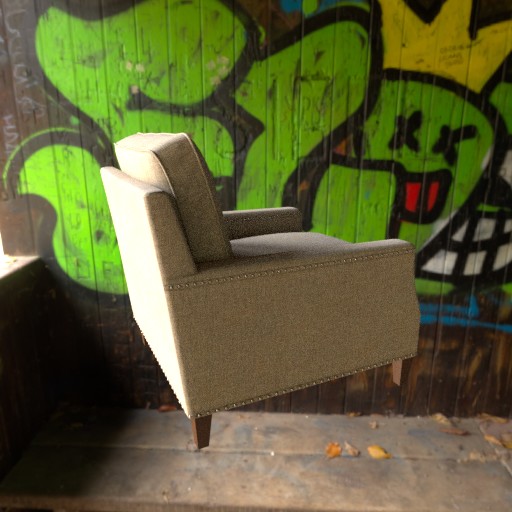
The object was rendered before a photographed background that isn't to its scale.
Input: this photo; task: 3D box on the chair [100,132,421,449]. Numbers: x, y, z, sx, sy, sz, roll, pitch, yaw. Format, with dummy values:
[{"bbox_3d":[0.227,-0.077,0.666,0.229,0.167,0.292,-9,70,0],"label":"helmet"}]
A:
[{"bbox_3d":[0.000,0.000,1.750,1.014,0.943,0.853,-8,18,-25],"label":"chair"}]
